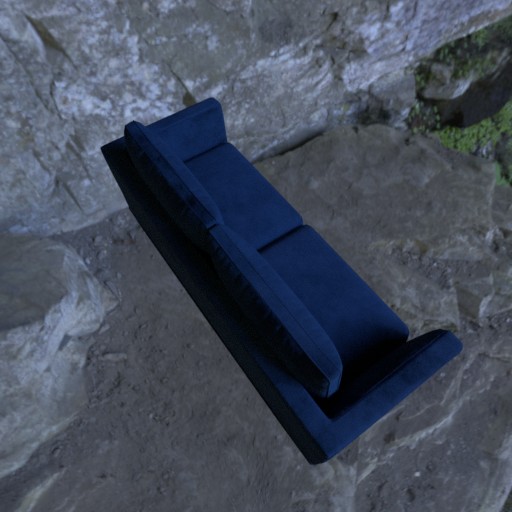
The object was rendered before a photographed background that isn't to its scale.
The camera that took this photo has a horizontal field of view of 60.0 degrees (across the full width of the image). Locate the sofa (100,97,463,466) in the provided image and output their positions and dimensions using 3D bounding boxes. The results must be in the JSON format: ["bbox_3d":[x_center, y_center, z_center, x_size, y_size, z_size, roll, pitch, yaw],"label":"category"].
[{"bbox_3d":[0.000,0.000,2.629,0.853,0.998,2.212,-31,63,-18],"label":"sofa"}]
